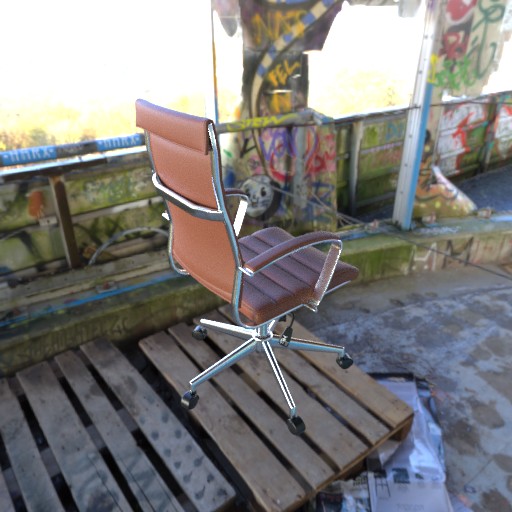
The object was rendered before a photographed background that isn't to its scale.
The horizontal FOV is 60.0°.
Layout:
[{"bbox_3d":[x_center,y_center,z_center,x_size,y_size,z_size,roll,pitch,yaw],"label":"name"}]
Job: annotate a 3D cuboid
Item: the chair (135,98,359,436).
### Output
[{"bbox_3d":[0.000,0.000,1.692,0.739,1.149,0.766,-19,33,-32],"label":"chair"}]
